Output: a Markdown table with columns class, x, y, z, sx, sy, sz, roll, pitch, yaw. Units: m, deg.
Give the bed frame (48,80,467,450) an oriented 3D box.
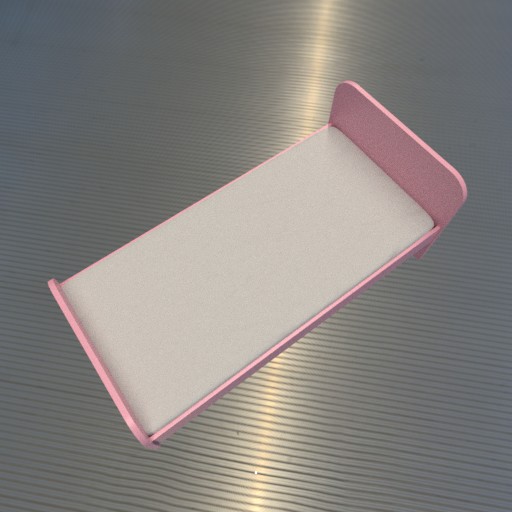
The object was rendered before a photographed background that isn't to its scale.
| class | x | y | z | sx | sy | sz | roll | pitch | yaw |
| --- | --- | --- | --- | --- | --- | --- | --- | --- | --- |
| bed frame | 0.000 | 0.000 | 2.468 | 1.963 | 0.805 | 0.998 | -33 | 69 | -15 |
